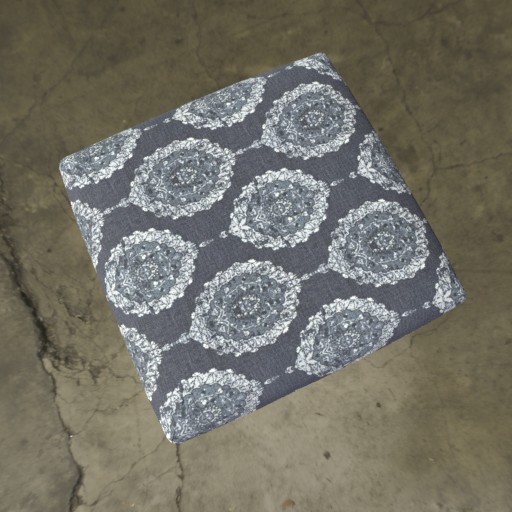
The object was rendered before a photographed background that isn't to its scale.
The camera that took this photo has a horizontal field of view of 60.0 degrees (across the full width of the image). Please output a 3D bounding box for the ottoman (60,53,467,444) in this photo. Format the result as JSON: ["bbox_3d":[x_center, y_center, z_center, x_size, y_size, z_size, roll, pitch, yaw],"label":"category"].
[{"bbox_3d":[0.000,0.000,0.881,0.507,0.475,0.497,-24,78,-6],"label":"ottoman"}]
